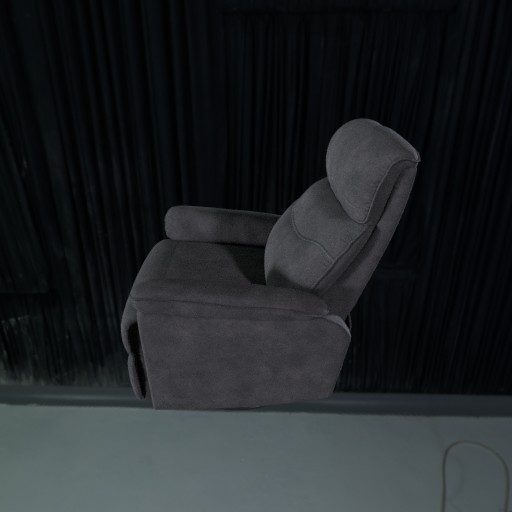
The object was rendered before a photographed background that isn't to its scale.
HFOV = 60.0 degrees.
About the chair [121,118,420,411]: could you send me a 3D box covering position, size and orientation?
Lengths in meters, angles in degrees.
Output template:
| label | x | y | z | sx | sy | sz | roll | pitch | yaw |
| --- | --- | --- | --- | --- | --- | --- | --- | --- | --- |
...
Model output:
| label | x | y | z | sx | sy | sz | roll | pitch | yaw |
| --- | --- | --- | --- | --- | --- | --- | --- | --- | --- |
| chair | 0.000 | 0.000 | 1.792 | 1.009 | 1.035 | 0.830 | 0 | 27 | -1 |
